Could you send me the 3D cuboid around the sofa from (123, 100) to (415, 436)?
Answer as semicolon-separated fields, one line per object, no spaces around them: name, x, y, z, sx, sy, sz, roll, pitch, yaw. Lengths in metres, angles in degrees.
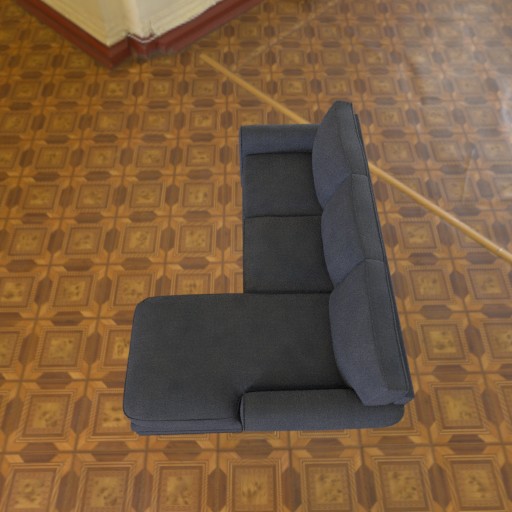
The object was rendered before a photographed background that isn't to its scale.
sofa;0.000;0.000;3.414;1.780;1.063;2.567;-1;60;-1
